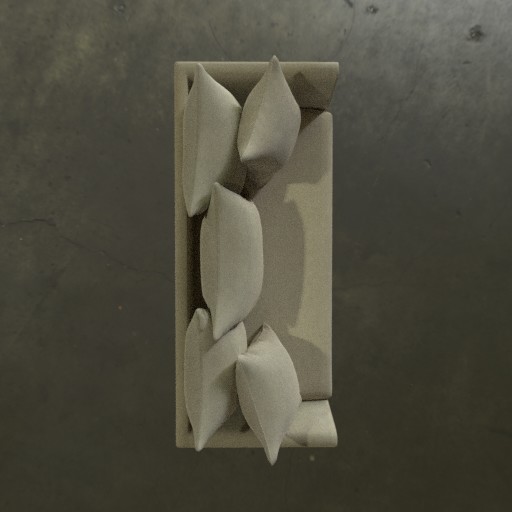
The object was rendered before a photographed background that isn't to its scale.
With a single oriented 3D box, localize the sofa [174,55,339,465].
[{"bbox_3d":[0.000,0.000,2.835,1.031,1.034,2.290,0,91,0],"label":"sofa"}]
